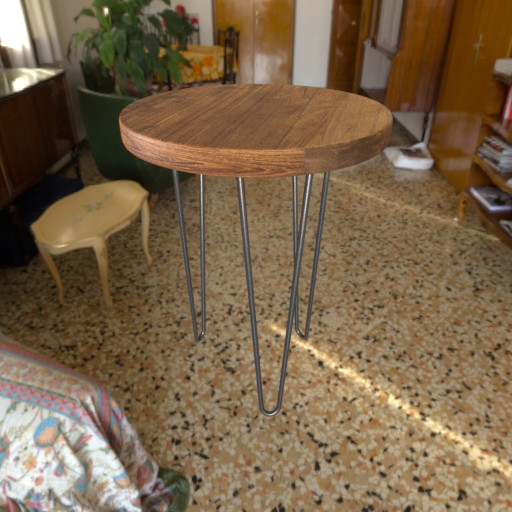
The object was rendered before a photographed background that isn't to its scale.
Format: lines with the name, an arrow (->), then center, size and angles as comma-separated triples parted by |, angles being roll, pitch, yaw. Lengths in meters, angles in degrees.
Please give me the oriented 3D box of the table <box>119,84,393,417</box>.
table -> 0.000, 0.000, 0.800 | 0.400, 0.520, 0.400 | 0, 31, 0
